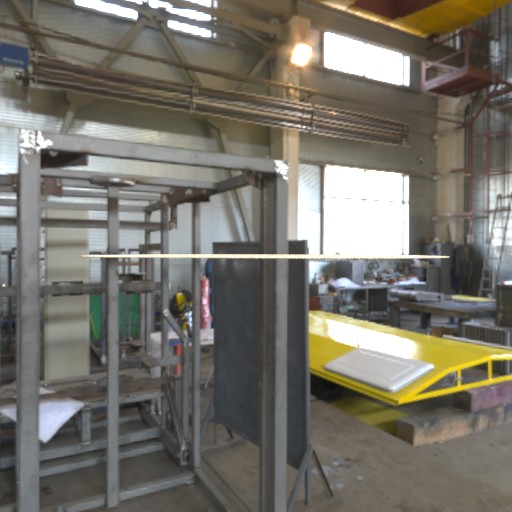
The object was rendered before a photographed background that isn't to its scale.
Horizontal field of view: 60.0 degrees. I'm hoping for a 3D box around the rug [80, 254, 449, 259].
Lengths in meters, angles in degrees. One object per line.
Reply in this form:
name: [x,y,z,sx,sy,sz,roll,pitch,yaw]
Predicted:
rug: [0.000,0.000,3.035,2.432,0.006,1.520,0,1,16]
